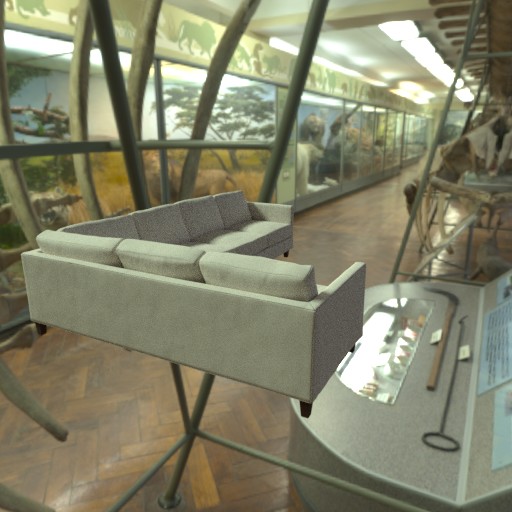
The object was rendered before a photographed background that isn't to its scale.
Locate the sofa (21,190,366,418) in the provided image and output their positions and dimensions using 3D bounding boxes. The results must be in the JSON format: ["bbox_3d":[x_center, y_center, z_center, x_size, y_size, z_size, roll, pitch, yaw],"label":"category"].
[{"bbox_3d":[0.000,0.000,4.255,2.432,0.863,3.182,8,17,27],"label":"sofa"}]
